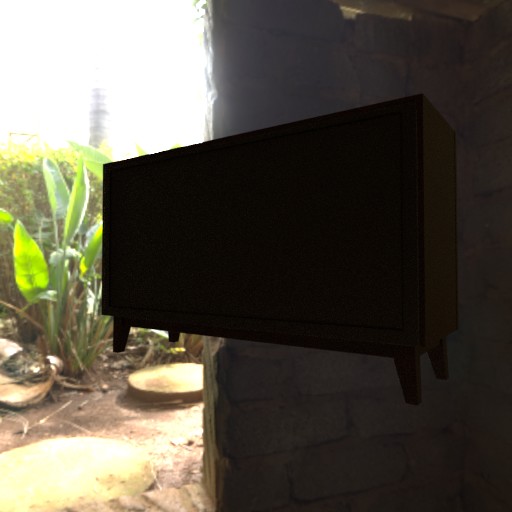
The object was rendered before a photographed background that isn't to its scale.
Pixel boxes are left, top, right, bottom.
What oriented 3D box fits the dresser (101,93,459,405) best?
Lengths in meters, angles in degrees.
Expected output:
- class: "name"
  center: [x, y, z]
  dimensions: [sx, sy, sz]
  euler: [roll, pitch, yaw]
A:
- class: "dresser"
  center: [0.000, 0.000, 2.021]
  dimensions: [1.609, 0.971, 0.499]
  euler: [-1, -2, 35]
